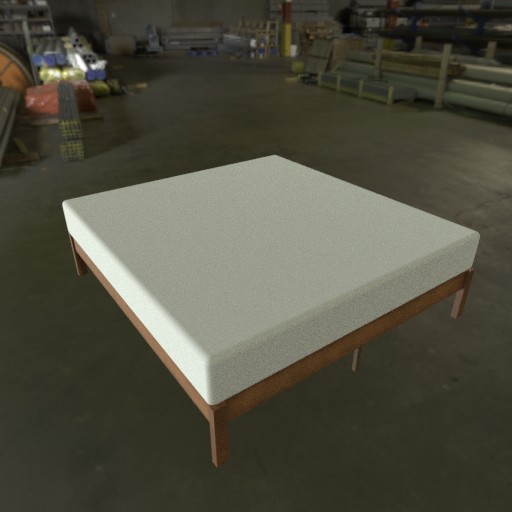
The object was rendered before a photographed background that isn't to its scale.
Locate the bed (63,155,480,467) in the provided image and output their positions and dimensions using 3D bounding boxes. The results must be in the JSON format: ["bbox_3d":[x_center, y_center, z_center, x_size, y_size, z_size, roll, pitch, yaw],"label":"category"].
[{"bbox_3d":[0.000,0.000,3.053,1.930,0.616,2.049,-20,35,-31],"label":"bed"}]
